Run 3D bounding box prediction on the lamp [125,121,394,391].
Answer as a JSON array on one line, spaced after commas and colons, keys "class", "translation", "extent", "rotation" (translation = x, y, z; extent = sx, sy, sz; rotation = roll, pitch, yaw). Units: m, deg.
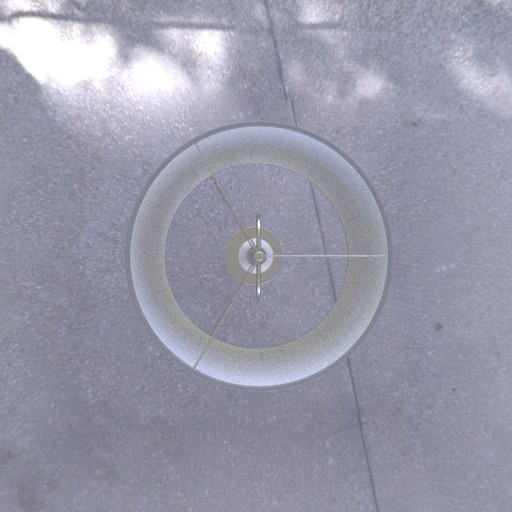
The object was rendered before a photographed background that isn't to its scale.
[{"class": "lamp", "translation": [0.000, 0.000, 0.737], "extent": [0.280, 0.559, 0.282], "rotation": [0, 90, -1]}]
